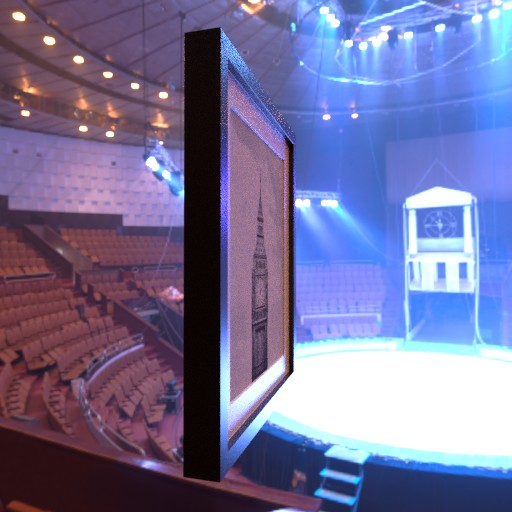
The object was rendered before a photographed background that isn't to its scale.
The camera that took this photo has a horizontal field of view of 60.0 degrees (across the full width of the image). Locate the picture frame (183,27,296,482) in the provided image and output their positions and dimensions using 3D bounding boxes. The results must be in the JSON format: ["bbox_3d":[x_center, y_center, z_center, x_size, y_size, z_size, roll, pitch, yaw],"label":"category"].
[{"bbox_3d":[0.000,0.000,0.530,0.034,0.378,0.328,0,-1,16],"label":"picture frame"}]
